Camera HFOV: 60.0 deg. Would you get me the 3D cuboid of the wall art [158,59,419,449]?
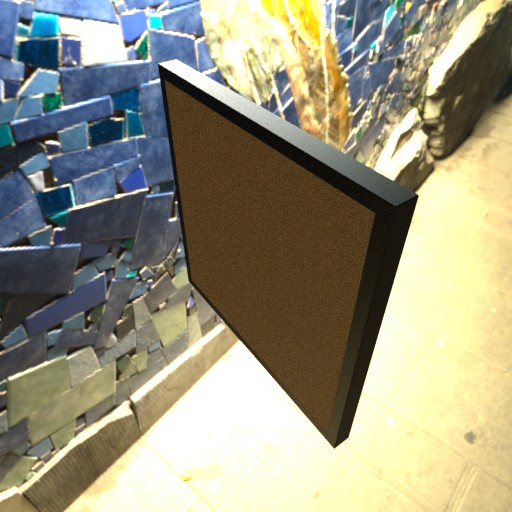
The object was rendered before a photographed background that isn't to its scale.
[{"bbox_3d":[0.000,0.000,0.757,0.036,0.508,0.508,-26,48,-26],"label":"wall art"}]
